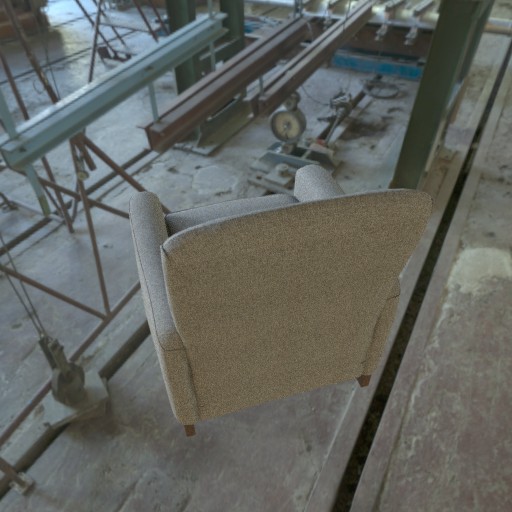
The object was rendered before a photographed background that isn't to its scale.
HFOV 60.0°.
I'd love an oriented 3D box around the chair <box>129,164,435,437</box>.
[{"bbox_3d":[0.000,0.000,1.624,0.848,1.014,0.864,-11,43,-12],"label":"chair"}]
